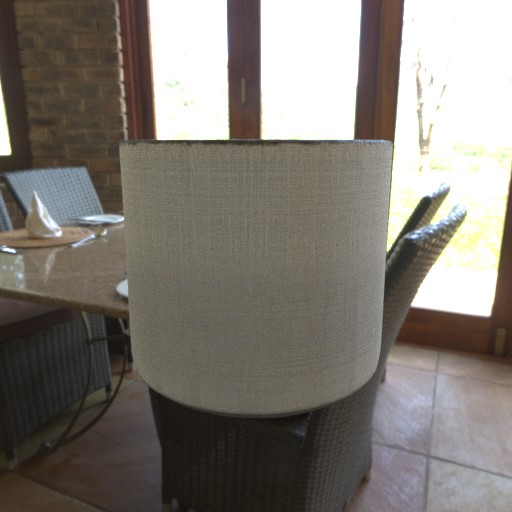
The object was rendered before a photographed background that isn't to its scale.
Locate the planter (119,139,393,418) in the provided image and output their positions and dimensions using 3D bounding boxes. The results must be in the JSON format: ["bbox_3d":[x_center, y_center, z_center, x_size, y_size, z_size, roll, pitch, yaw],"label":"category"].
[{"bbox_3d":[0.000,0.000,0.398,0.226,0.201,0.226,0,14,0],"label":"planter"}]
